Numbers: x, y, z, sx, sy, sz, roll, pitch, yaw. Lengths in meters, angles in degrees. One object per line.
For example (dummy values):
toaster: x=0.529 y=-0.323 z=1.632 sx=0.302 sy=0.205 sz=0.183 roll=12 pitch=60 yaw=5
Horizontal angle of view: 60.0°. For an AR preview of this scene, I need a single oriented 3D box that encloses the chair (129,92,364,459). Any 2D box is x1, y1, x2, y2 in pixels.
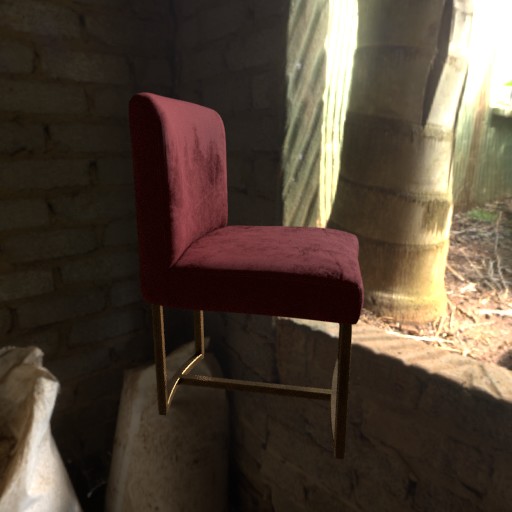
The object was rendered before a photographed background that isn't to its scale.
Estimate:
chair: x=0.000 y=0.000 z=1.207 sx=0.560 sy=0.824 sz=0.530 roll=3 pitch=15 yaw=11
